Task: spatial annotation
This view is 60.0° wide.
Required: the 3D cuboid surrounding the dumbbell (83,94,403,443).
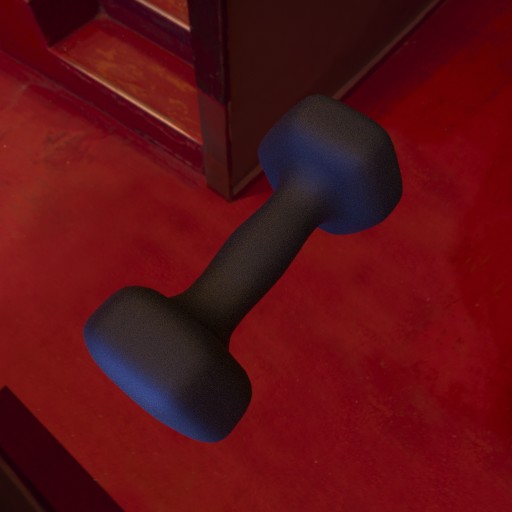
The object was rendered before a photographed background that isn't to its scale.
[{"bbox_3d":[0.000,0.000,0.295,0.112,0.101,0.231,35,69,16],"label":"dumbbell"}]
